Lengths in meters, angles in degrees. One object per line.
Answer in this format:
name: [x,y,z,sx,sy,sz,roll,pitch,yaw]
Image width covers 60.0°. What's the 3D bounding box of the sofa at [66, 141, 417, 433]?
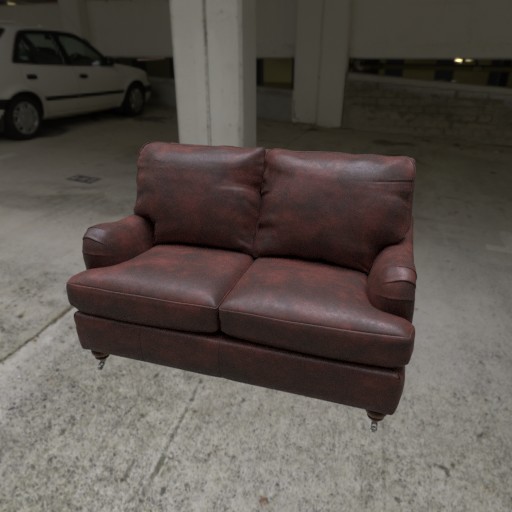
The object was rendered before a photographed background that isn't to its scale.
sofa: [0.000,0.000,2.371,1.628,1.070,1.148,8,26,16]
